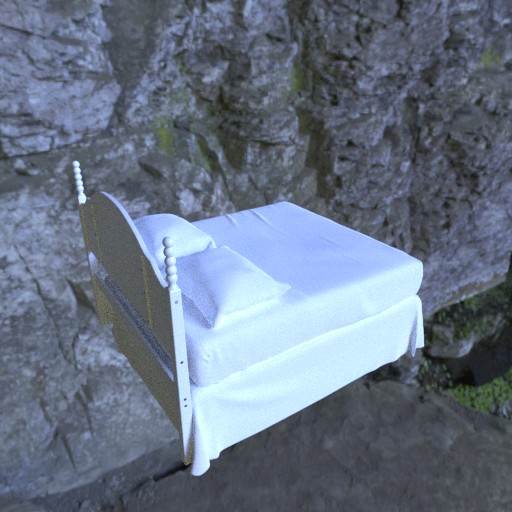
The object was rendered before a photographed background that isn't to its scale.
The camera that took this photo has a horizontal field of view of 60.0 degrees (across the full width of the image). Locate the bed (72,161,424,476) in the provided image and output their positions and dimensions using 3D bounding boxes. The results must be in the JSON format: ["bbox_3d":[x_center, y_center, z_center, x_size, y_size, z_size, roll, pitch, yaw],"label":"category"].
[{"bbox_3d":[0.000,0.000,3.271,2.040,1.356,1.873,-16,30,-30],"label":"bed"}]
